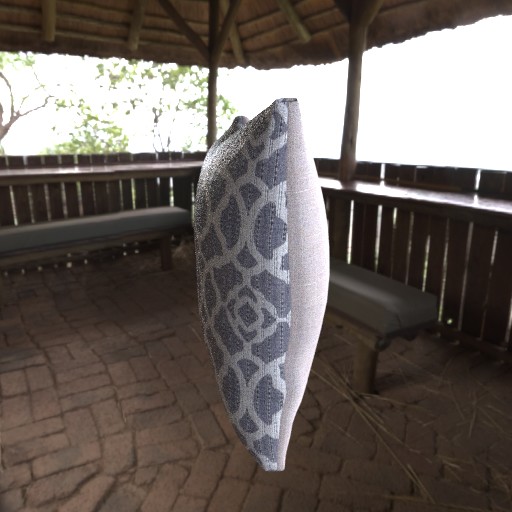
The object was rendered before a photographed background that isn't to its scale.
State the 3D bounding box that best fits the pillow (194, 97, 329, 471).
[{"bbox_3d":[0.000,0.000,0.789,0.215,0.498,0.508,-2,16,-8],"label":"pillow"}]
